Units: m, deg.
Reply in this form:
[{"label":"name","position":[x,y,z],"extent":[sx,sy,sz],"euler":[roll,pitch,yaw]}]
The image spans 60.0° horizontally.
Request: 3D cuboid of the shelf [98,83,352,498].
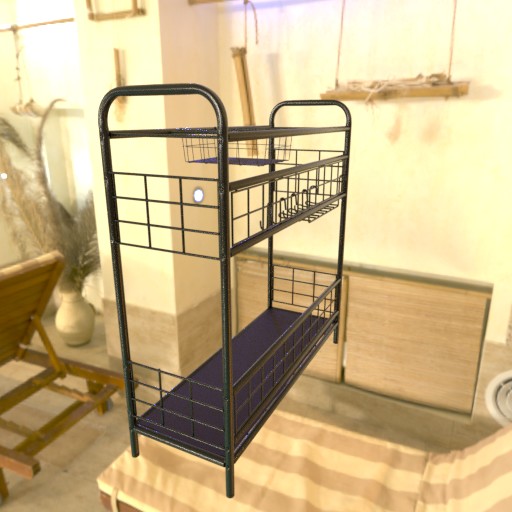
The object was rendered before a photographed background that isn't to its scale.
[{"label":"shelf","position":[0.000,0.000,1.494],"extent":[0.350,1.026,0.961],"euler":[9,19,26]}]
